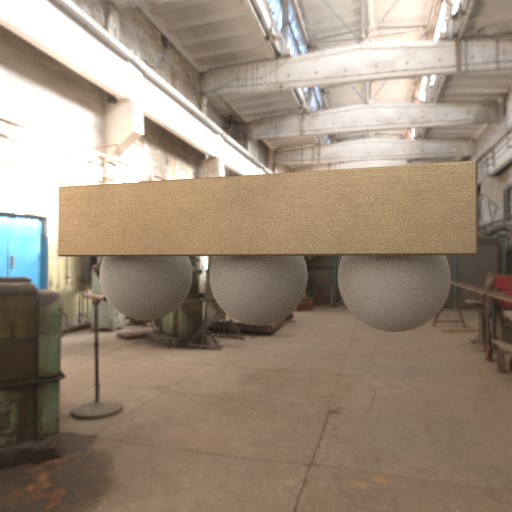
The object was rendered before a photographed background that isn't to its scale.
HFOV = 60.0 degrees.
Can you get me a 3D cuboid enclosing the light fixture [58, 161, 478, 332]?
[{"bbox_3d":[0.000,0.000,0.833,0.721,0.263,0.218,0,-1,18],"label":"light fixture"}]
